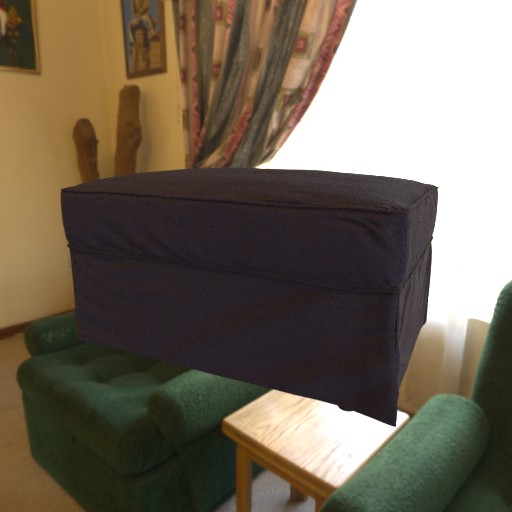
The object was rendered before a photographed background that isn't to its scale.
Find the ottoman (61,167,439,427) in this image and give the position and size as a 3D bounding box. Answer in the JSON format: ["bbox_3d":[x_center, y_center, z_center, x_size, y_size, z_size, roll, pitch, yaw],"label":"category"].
[{"bbox_3d":[0.000,0.000,1.297,0.938,0.503,0.637,7,16,26],"label":"ottoman"}]
